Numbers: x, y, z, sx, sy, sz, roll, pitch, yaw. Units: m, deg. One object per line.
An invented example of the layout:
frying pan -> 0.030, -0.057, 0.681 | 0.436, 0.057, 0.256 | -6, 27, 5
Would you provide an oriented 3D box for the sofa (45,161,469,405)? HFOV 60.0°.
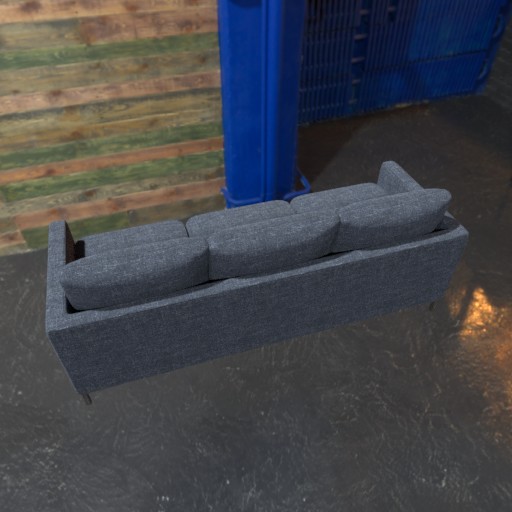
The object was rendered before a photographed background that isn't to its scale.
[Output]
sofa -> 0.000, 0.000, 2.630 | 2.218, 0.874, 0.859 | -12, 44, -13
